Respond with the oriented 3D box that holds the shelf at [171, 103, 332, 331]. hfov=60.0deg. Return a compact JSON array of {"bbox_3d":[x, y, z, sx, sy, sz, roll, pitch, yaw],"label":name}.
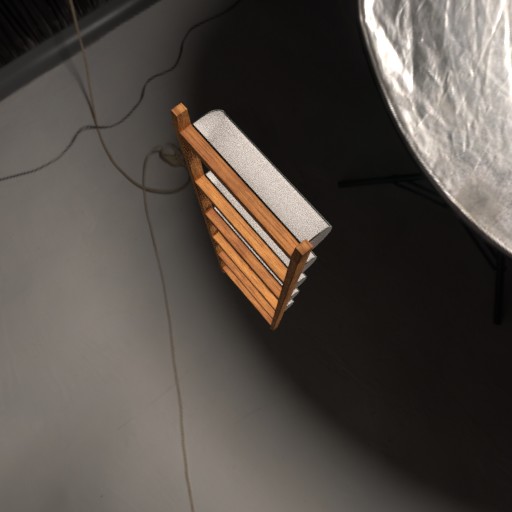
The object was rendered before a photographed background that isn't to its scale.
[{"bbox_3d":[0.000,0.000,1.755,0.141,1.600,0.454,-39,78,-10],"label":"shelf"}]
